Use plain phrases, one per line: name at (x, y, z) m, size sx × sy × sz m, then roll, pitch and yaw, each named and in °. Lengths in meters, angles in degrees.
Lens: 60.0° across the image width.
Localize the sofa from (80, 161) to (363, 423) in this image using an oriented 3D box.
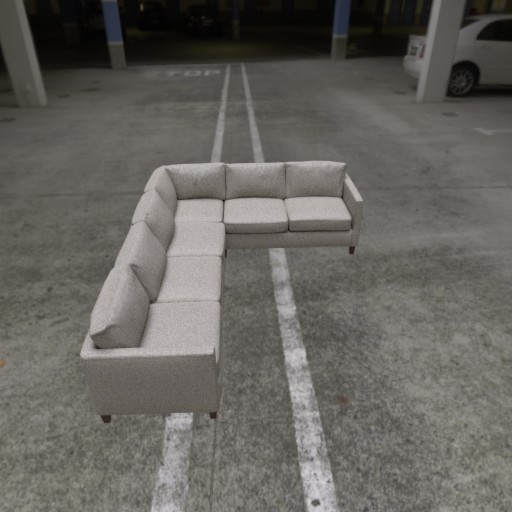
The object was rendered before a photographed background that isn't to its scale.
sofa at (0.000, 0.000, 4.507) m, size 2.593 × 0.947 × 3.302 m, roll -1°, pitch 32°, yaw -2°
